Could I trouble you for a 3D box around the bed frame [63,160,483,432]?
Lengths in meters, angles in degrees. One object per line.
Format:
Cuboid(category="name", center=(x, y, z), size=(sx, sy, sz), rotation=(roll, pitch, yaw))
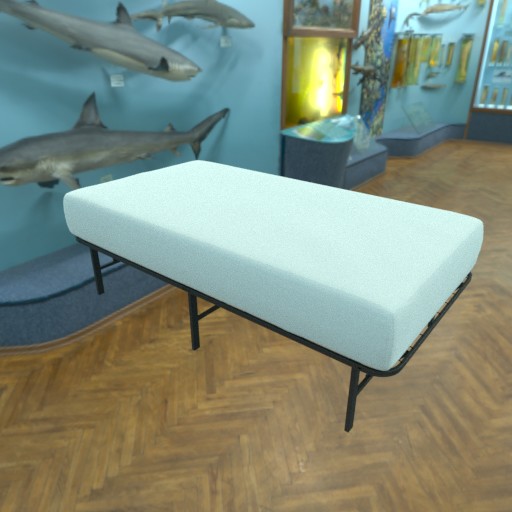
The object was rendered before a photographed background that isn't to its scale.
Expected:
Cuboid(category="bed frame", center=(0.000, 0.000, 2.310), size=(1.908, 0.640, 1.025), rotation=(19, 31, 35))
